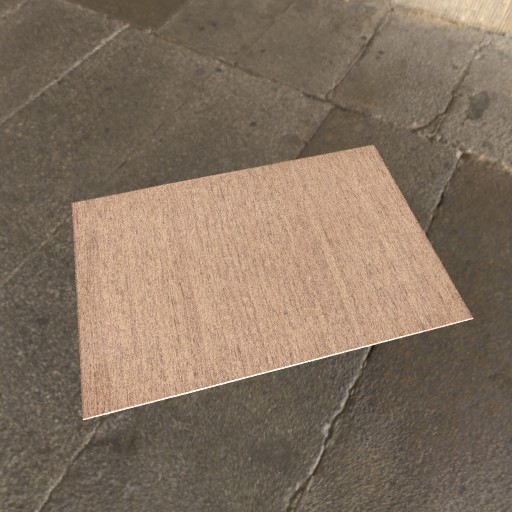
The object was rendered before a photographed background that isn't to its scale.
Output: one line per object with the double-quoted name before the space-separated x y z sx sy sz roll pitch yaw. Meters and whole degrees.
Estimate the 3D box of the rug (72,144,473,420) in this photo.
"rug" 0.000 0.000 2.328 1.840 0.013 1.225 -13 58 -8
